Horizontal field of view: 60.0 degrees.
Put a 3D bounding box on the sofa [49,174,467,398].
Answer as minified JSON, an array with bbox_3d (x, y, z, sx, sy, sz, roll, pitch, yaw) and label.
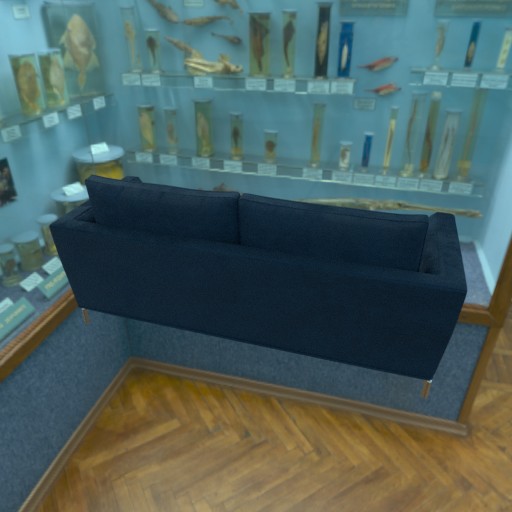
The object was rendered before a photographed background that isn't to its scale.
[{"bbox_3d":[0.000,0.000,2.688,2.212,0.998,0.853,9,32,15],"label":"sofa"}]
